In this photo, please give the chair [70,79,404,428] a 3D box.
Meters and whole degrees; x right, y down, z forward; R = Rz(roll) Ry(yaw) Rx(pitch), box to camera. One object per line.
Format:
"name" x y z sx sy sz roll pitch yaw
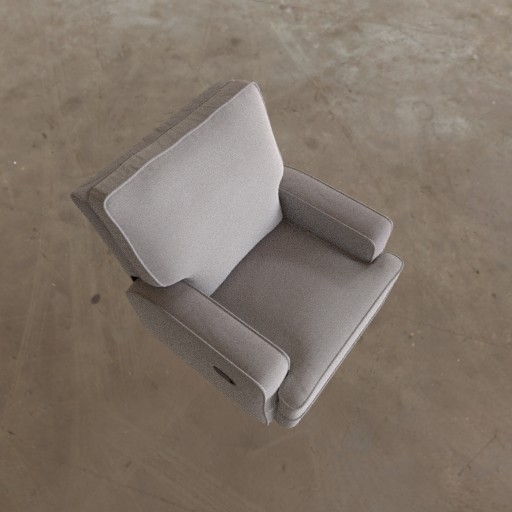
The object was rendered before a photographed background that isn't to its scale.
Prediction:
"chair" 0.000 0.000 1.732 0.969 0.964 0.861 34 64 19
